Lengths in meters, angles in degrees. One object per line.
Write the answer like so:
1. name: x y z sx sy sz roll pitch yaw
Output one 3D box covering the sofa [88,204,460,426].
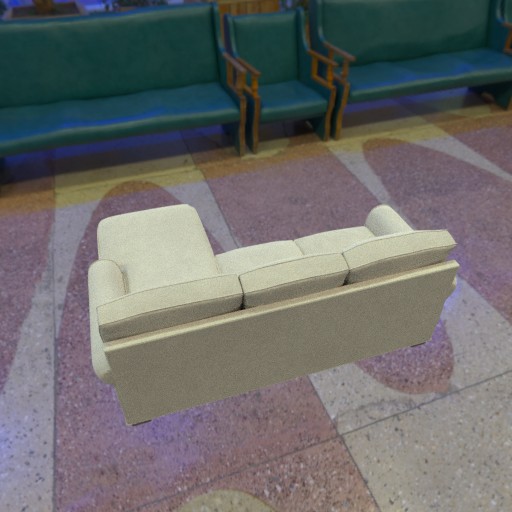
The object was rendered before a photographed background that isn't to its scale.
1. sofa: 0.000 0.000 2.467 1.770 0.734 1.226 -12 43 -13
